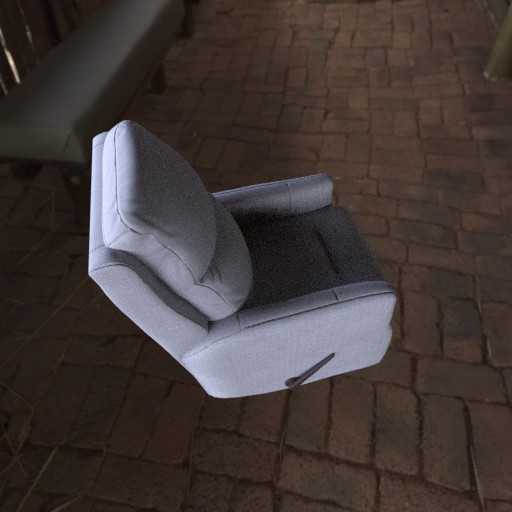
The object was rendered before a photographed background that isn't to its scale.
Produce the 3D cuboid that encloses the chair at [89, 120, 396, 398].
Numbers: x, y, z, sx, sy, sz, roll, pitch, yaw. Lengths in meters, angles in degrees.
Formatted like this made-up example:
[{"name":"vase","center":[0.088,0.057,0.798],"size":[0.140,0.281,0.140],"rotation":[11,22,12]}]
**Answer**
[{"name":"chair","center":[0.000,0.000,1.784],"size":[1.080,1.030,0.829],"rotation":[-10,48,-9]}]
